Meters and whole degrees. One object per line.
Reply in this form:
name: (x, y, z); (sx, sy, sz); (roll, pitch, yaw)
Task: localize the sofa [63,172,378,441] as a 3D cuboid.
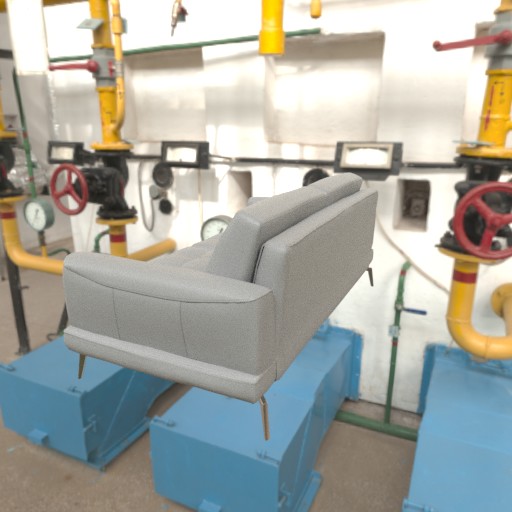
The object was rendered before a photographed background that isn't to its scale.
sofa: (0.000, 0.000, 2.791); (1.121, 0.930, 2.177); (8, 18, 25)
